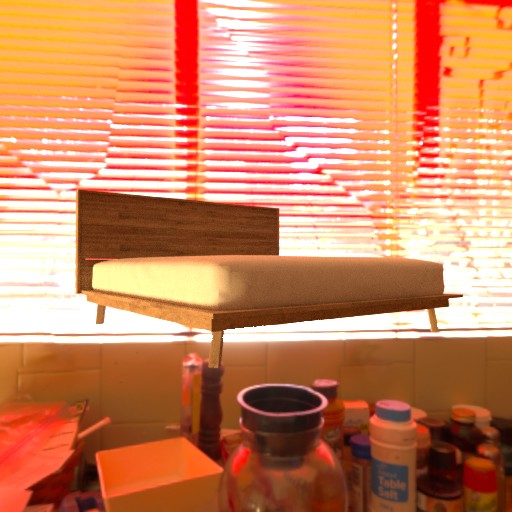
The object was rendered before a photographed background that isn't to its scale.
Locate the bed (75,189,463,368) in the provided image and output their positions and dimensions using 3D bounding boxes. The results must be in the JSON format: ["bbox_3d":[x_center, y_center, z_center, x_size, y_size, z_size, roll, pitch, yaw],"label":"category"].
[{"bbox_3d":[0.000,0.000,3.412,2.116,1.100,2.167,1,-1,-36],"label":"bed"}]
